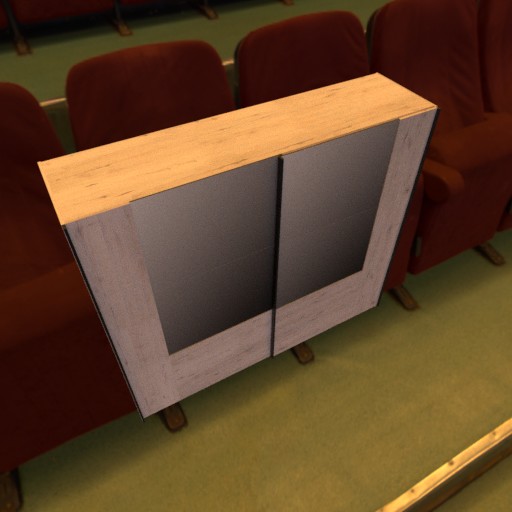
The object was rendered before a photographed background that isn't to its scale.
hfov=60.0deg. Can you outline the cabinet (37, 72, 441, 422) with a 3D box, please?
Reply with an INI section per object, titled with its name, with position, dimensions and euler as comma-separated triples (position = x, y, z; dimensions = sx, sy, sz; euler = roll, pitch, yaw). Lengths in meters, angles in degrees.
[cabinet]
position = 0.000, 0.000, 3.539
dimensions = 2.500, 2.180, 0.660
euler = -22, 49, -20
